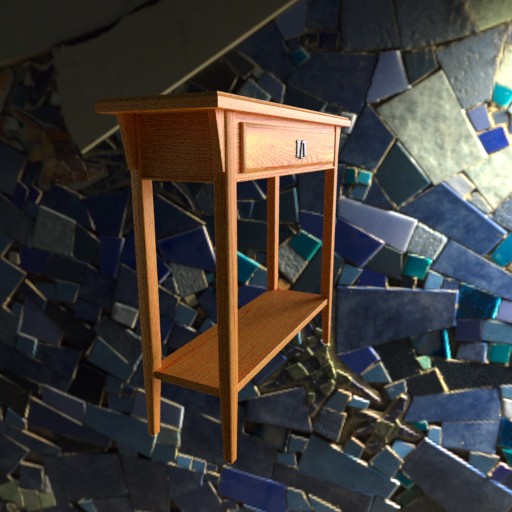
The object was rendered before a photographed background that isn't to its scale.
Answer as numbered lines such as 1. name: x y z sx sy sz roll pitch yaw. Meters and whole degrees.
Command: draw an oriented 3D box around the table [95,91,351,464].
1. table: 0.000 0.000 1.139 0.254 0.711 0.762 7 15 26
